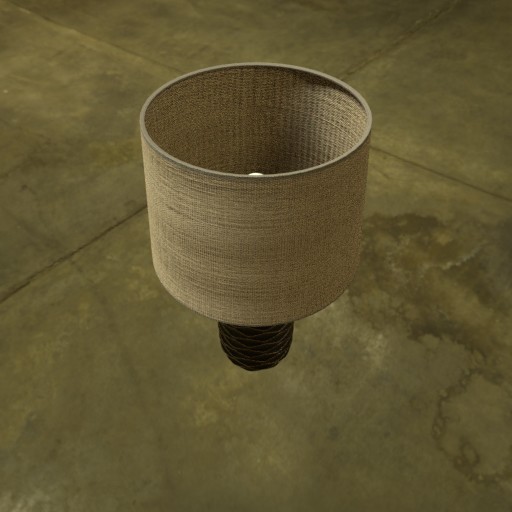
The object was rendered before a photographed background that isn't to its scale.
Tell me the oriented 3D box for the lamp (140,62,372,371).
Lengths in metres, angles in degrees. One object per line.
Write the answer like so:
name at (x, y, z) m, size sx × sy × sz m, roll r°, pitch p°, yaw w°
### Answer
lamp at (0.000, 0.000, 0.840) m, size 0.376 × 0.594 × 0.376 m, roll 0°, pitch 46°, yaw 0°
